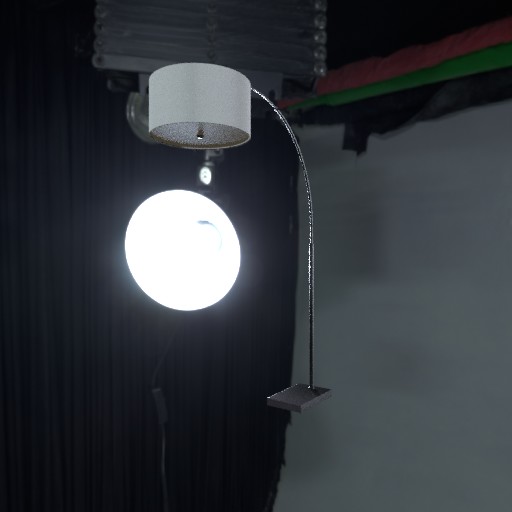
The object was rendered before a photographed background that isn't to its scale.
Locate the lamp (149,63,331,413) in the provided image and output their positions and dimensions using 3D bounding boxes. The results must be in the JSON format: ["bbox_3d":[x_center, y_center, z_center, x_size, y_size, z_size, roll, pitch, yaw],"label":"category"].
[{"bbox_3d":[0.000,0.000,2.557,0.493,1.927,1.424,0,0,36],"label":"lamp"}]
